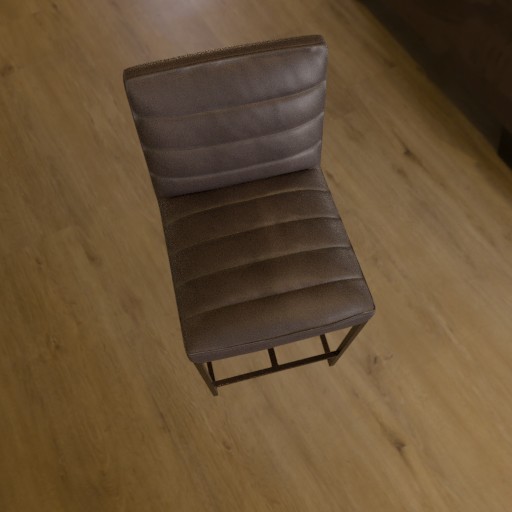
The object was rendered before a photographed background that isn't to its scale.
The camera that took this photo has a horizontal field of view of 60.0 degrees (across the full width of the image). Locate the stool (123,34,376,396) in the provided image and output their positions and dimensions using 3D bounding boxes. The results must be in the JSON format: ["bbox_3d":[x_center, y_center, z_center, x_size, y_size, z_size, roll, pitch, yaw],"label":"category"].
[{"bbox_3d":[0.000,0.000,1.240,0.463,0.946,0.562,-13,65,-6],"label":"stool"}]
